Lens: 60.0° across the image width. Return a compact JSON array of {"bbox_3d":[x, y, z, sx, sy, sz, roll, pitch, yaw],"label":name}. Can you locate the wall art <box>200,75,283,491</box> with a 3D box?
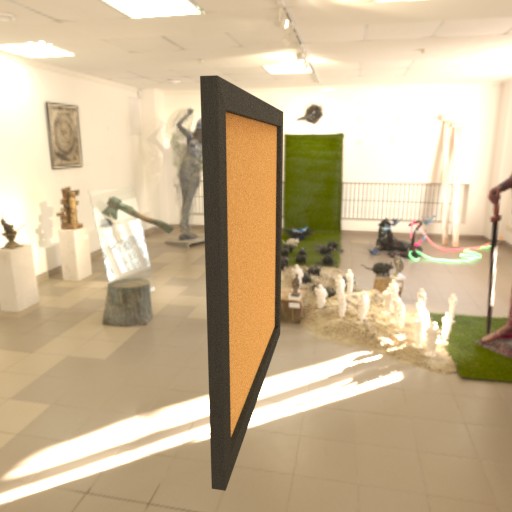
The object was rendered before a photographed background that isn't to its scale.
[{"bbox_3d":[0.000,0.000,1.523,0.038,1.016,1.016,3,14,11],"label":"wall art"}]
